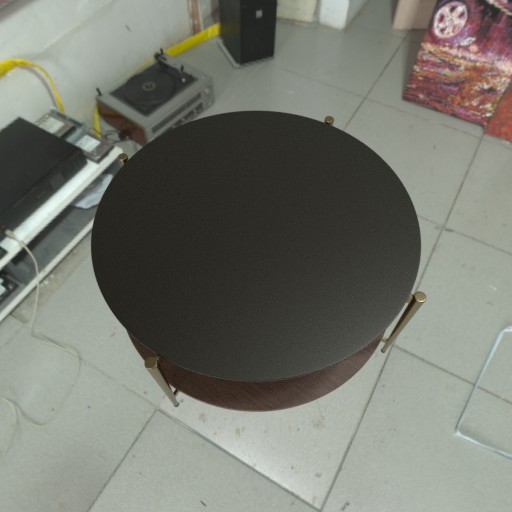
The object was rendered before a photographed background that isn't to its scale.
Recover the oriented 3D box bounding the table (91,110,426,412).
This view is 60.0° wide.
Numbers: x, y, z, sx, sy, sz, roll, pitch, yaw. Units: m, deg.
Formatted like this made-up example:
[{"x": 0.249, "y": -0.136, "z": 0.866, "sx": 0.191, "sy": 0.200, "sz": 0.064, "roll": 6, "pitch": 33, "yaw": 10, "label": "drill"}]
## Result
[{"x": 0.000, "y": 0.000, "z": 1.451, "sx": 0.938, "sy": 0.400, "sz": 0.938, "roll": 0, "pitch": 58, "yaw": 0, "label": "table"}]
